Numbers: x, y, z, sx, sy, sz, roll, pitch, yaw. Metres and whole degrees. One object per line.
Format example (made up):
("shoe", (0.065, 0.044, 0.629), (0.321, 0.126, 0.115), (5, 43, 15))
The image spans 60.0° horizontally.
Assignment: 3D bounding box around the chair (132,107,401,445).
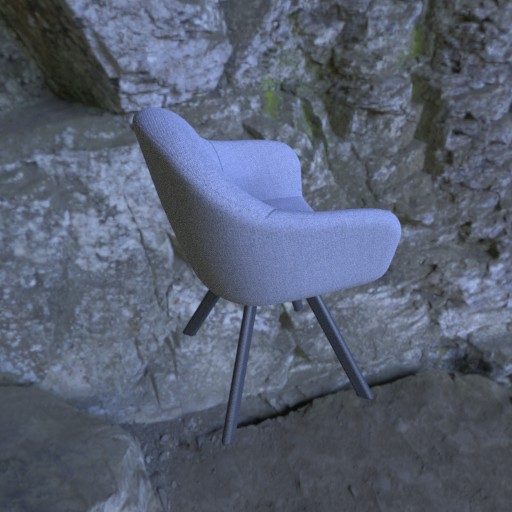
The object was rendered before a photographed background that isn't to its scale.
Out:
("chair", (0.000, 0.000, 1.198), (0.550, 0.795, 0.590), (-11, 32, -18))
